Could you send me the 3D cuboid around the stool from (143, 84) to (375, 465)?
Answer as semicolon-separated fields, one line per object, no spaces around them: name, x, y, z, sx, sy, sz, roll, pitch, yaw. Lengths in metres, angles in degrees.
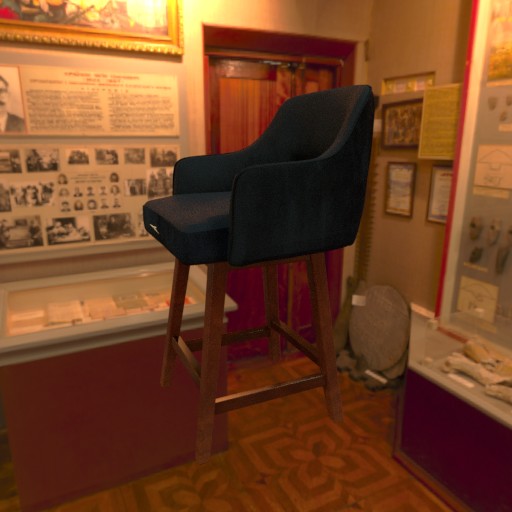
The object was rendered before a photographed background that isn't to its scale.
stool;0.000;0.000;1.286;0.560;0.940;0.550;-7;16;-24
